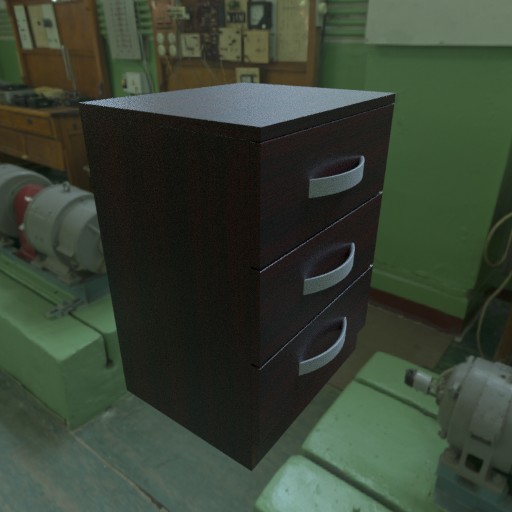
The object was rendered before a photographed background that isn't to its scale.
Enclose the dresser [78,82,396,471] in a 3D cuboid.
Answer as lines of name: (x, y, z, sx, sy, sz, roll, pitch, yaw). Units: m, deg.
dresser: (0.000, 0.000, 0.829, 0.360, 0.560, 0.400, 18, 32, 32)
